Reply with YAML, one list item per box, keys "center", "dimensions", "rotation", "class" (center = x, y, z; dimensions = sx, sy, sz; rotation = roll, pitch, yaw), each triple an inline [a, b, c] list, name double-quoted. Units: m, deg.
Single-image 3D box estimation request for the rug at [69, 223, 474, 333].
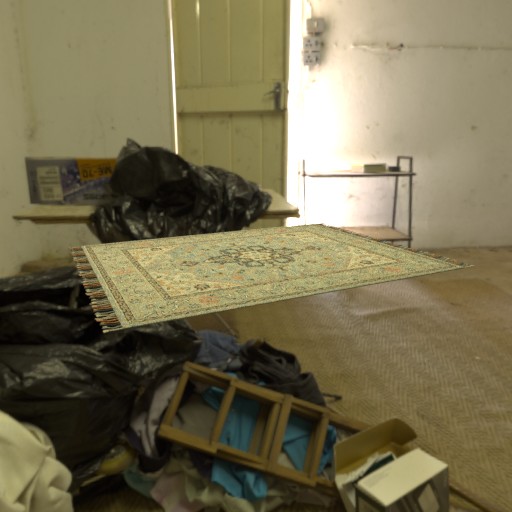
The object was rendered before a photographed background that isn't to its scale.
- center: [0.000, 0.000, 3.549]
  dimensions: [2.651, 0.010, 1.971]
  rotation: [-7, 16, -26]
  class: "rug"
